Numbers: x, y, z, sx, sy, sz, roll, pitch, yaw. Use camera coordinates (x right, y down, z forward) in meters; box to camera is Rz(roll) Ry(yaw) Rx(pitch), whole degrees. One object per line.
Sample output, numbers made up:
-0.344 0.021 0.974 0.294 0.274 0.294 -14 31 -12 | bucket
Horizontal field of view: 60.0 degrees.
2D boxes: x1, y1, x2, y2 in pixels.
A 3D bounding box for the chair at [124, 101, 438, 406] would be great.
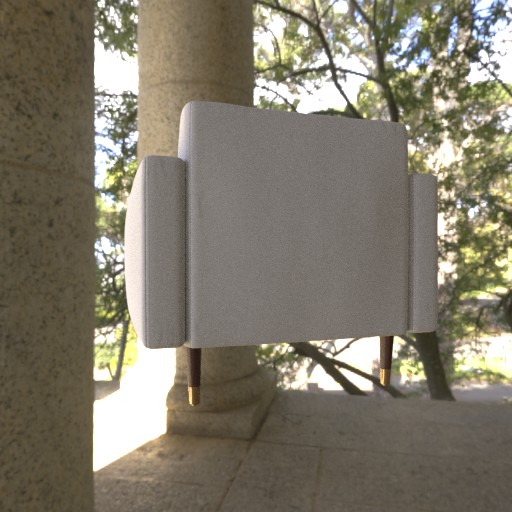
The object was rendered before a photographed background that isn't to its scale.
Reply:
0.000 0.000 1.689 0.953 0.819 0.998 0 0 -18 | chair
